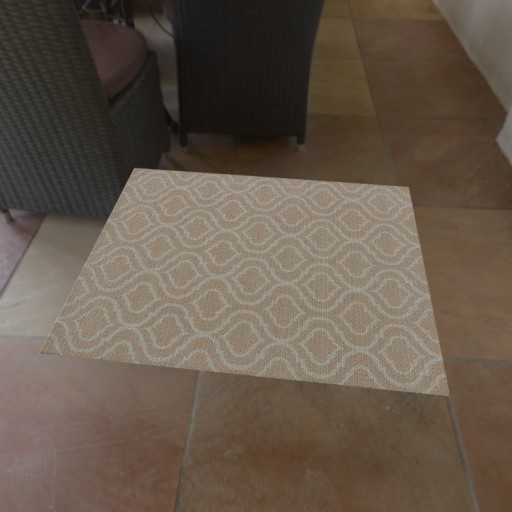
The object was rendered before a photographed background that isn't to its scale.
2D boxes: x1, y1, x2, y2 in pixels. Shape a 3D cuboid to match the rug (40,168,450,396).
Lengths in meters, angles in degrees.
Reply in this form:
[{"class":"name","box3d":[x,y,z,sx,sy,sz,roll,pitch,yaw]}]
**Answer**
[{"class":"rug","box3d":[0.000,0.000,3.878,2.894,0.013,2.286,5,47,4]}]
